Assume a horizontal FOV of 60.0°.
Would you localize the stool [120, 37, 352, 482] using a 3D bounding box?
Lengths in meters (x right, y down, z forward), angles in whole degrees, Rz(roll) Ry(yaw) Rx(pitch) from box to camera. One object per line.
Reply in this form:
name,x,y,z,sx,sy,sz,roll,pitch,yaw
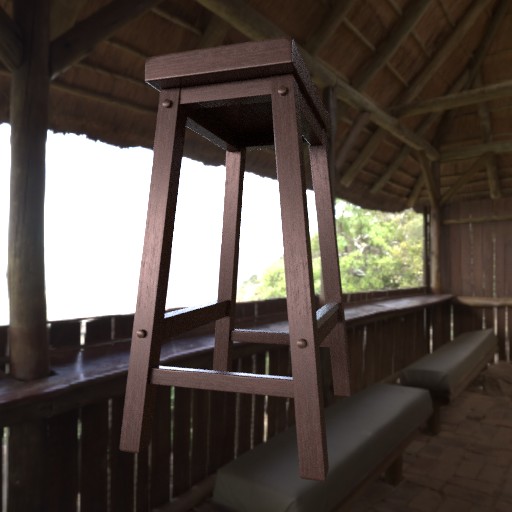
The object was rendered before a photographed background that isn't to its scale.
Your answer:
stool,0.000,0.000,0.838,0.322,0.610,0.406,0,0,17
